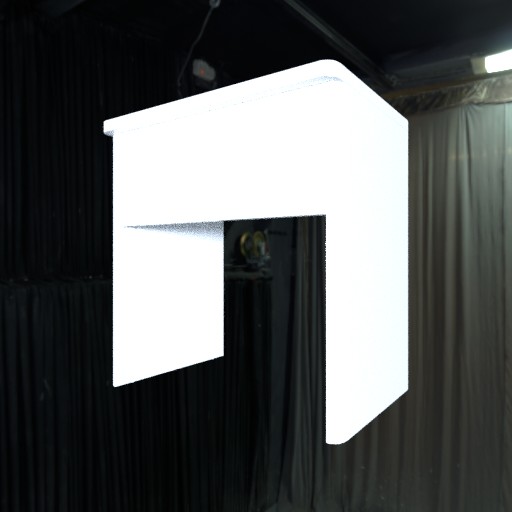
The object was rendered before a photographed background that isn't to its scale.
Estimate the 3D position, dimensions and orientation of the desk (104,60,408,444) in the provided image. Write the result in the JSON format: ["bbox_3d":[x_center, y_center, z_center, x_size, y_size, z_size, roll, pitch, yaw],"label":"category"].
[{"bbox_3d":[0.000,0.000,1.332,0.762,0.800,0.549,0,0,35],"label":"desk"}]
